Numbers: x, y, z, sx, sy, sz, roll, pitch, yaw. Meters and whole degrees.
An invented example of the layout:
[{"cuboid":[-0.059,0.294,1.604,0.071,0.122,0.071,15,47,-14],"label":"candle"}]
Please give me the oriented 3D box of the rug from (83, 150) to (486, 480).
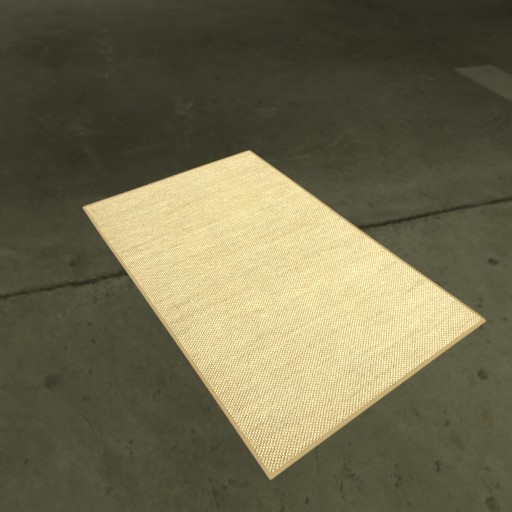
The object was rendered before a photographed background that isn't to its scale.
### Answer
[{"cuboid":[0.000,0.000,2.033,1.062,0.013,1.667,-25,48,-25],"label":"rug"}]
